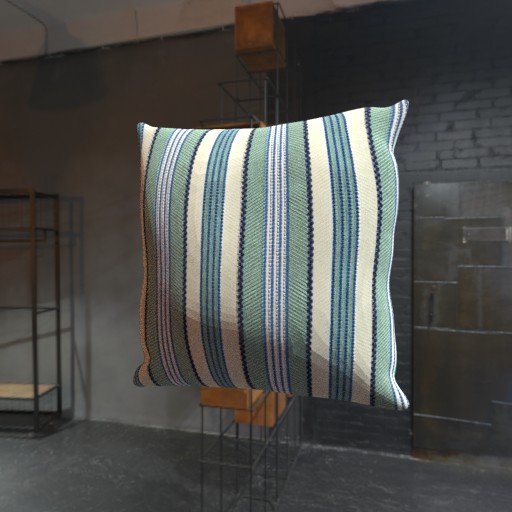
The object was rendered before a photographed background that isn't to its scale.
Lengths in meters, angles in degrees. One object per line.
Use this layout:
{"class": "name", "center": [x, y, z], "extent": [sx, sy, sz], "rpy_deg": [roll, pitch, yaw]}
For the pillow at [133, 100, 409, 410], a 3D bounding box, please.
{"class": "pillow", "center": [0.000, 0.000, 0.673], "extent": [0.440, 0.441, 0.182], "rpy_deg": [0, 0, 18]}
